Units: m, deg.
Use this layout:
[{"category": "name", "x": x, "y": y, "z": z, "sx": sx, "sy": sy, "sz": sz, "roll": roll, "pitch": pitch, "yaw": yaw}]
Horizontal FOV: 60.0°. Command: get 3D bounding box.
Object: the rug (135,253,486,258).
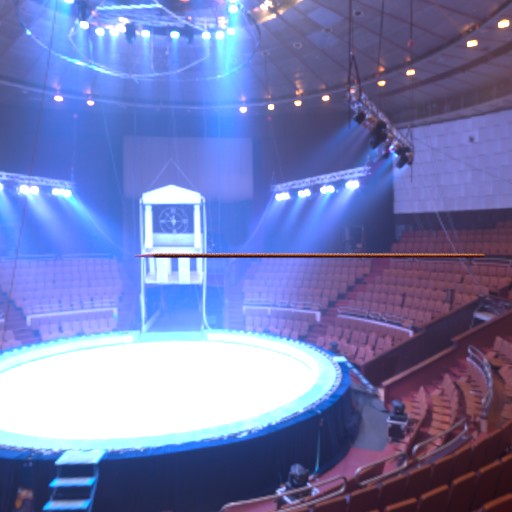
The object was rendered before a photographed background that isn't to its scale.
[{"category": "rug", "x": 0.000, "y": 0.000, "z": 2.096, "sx": 1.078, "sy": 0.013, "sz": 1.678, "roll": 0, "pitch": 0, "yaw": -17}]
